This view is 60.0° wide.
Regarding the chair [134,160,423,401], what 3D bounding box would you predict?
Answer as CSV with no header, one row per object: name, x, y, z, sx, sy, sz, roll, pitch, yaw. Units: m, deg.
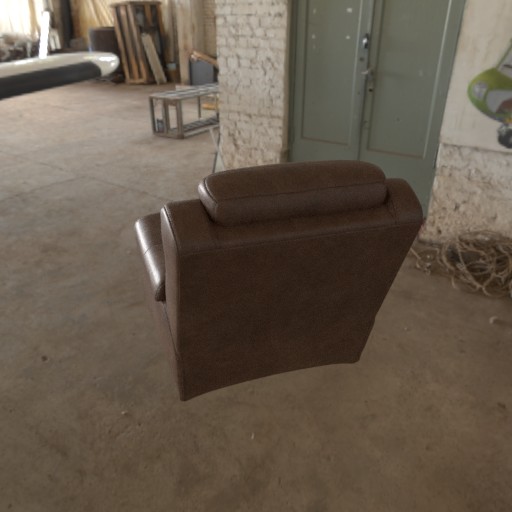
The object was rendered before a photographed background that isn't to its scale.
chair,0.000,0.000,1.850,0.940,0.990,1.067,-8,29,-15
